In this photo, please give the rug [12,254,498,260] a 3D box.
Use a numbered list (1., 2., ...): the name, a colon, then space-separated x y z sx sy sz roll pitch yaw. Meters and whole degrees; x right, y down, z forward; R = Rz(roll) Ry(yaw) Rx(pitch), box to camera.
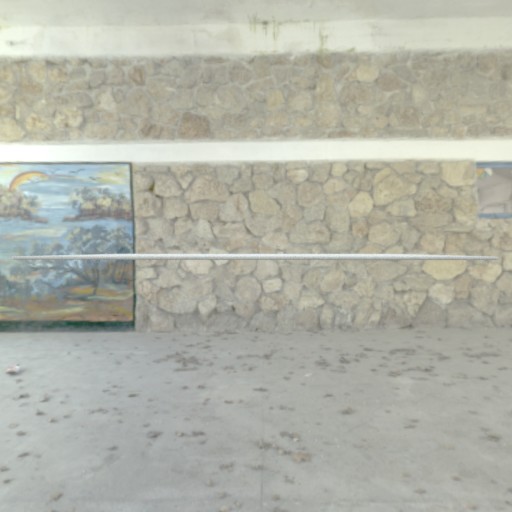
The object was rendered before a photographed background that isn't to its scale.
1. rug: 0.000 0.000 2.265 1.829 0.013 1.219 0 1 2
